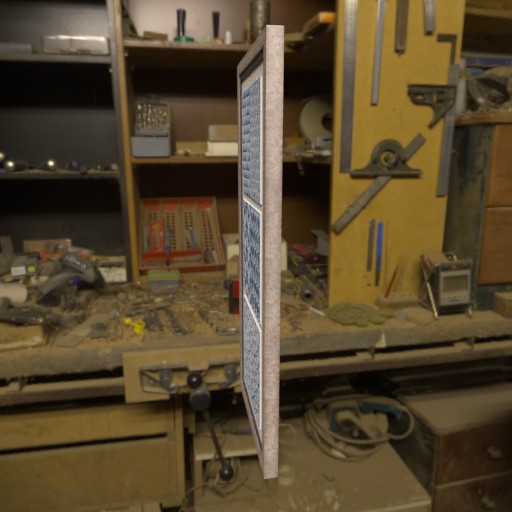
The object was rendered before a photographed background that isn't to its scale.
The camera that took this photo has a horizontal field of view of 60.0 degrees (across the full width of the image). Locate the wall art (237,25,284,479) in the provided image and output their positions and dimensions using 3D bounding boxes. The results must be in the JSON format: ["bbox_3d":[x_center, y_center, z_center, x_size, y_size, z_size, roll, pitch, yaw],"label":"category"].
[{"bbox_3d":[0.000,0.000,1.701,0.051,1.461,0.648,-2,14,-9],"label":"wall art"}]
